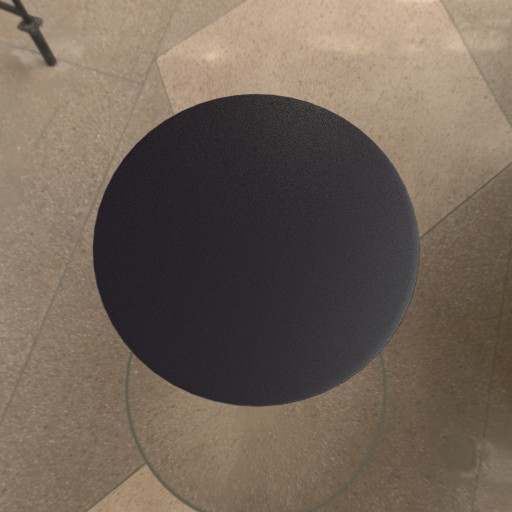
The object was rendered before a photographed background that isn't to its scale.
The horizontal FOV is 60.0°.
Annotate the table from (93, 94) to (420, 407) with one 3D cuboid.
[{"bbox_3d":[0.000,0.000,1.626,1.029,0.491,1.029,0,74,0],"label":"table"}]
